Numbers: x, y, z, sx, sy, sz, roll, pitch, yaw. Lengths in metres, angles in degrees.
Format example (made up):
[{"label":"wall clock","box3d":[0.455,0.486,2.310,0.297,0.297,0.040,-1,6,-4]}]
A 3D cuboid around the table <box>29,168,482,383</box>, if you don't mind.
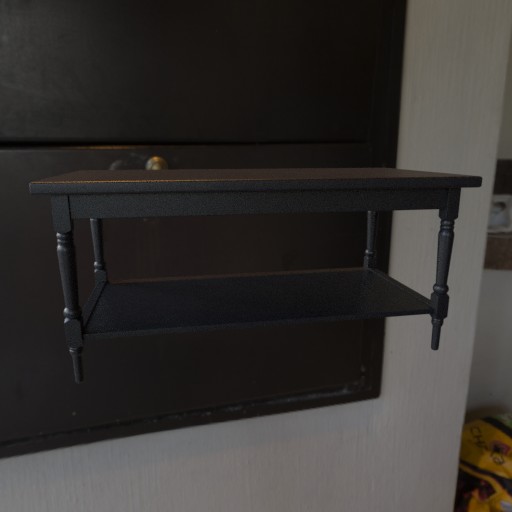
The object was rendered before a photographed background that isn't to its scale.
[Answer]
[{"label":"table","box3d":[0.000,0.000,1.383,1.107,0.510,0.550,-3,14,-11]}]
